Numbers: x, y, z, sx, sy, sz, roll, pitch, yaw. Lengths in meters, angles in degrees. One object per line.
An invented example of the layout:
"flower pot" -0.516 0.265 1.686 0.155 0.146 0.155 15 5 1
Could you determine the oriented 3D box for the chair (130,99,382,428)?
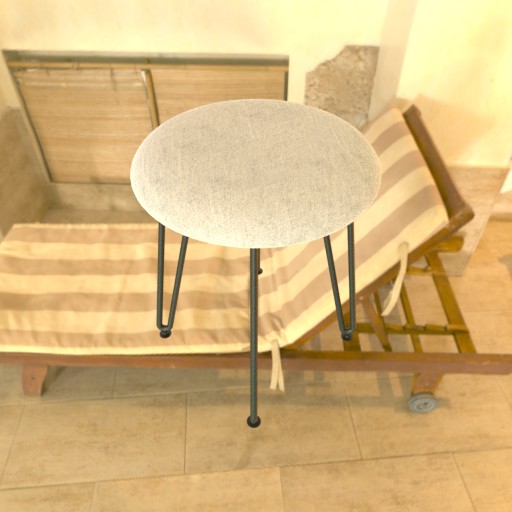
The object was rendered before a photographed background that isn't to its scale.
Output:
"chair" 0.000 0.000 0.664 0.350 0.386 0.350 1 43 1
